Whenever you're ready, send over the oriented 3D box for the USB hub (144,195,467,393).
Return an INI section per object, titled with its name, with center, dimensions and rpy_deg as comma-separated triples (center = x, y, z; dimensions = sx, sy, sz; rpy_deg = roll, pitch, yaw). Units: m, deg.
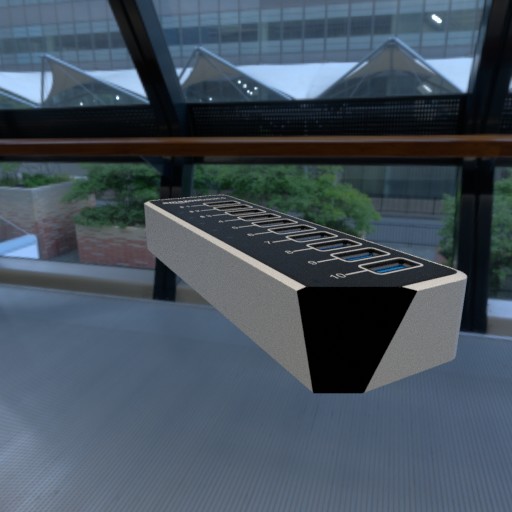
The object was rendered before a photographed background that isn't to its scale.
[USB hub]
center = 0.000, 0.000, 0.163
dimensions = 0.044, 0.023, 0.145
rpy_deg = -9, 19, -27
